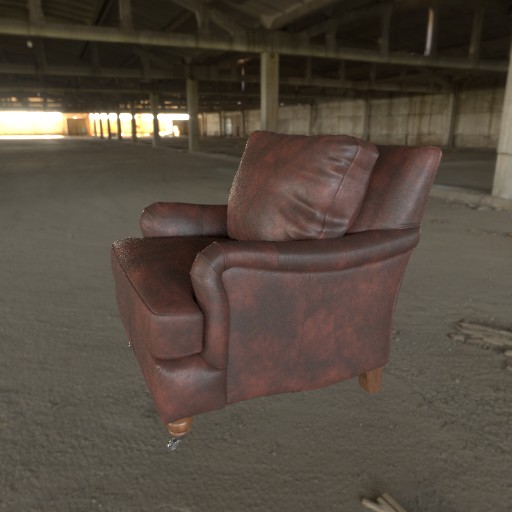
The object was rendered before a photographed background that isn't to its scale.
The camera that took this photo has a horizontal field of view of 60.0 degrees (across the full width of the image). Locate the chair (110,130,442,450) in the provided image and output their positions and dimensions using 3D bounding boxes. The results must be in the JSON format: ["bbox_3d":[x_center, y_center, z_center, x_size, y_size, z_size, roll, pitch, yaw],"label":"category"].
[{"bbox_3d":[0.000,0.000,1.937,1.156,1.051,0.987,-7,18,-24],"label":"chair"}]
